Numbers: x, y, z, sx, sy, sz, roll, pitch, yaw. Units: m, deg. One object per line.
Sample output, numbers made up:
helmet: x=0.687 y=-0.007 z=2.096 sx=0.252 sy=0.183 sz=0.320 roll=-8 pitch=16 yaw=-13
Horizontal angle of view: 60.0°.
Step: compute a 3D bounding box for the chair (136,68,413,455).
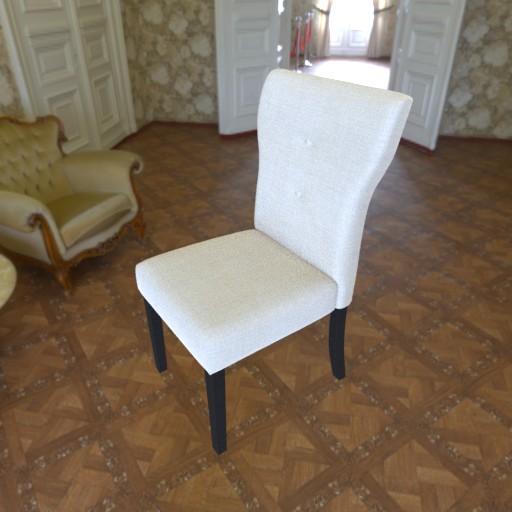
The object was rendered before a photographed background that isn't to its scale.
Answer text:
chair: x=0.000 y=0.000 z=1.292 sx=0.597 sy=0.921 sz=0.509 roll=-20 pitch=36 yaw=-30
